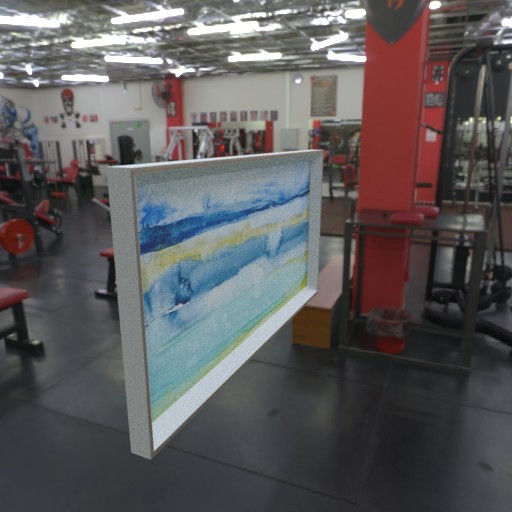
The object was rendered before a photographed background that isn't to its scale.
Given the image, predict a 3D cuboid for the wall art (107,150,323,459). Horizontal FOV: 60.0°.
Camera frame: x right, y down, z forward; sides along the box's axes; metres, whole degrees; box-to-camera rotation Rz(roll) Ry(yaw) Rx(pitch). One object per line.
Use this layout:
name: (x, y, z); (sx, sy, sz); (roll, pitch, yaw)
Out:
wall art: (0.000, 0.000, 0.970); (0.038, 0.431, 0.812); (7, 17, 25)
